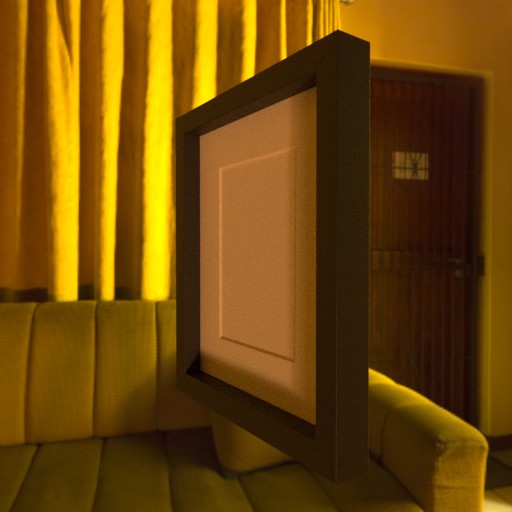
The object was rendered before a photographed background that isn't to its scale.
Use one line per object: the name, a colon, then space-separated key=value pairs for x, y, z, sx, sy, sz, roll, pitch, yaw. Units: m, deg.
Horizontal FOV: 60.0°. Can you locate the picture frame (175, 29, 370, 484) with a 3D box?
picture frame: x=0.000 y=0.000 z=0.383 sx=0.042 sy=0.284 sz=0.232 roll=-1 pitch=1 yaw=-35
